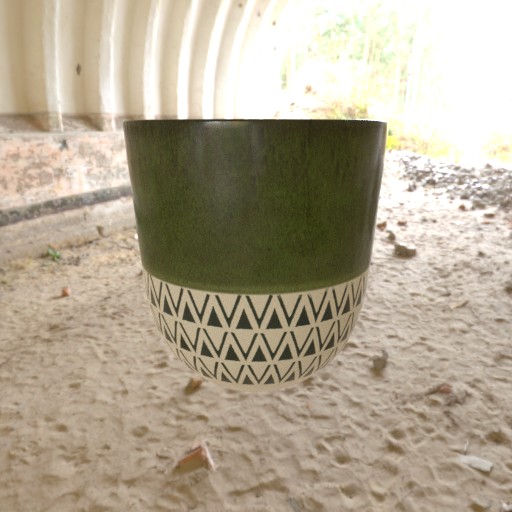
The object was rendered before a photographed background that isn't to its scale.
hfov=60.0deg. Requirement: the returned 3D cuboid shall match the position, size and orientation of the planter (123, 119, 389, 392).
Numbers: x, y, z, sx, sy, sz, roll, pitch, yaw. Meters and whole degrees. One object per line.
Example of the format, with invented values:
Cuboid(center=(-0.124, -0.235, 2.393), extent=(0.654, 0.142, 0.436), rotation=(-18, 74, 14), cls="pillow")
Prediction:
Cuboid(center=(0.000, 0.000, 0.462), extent=(0.245, 0.270, 0.245), rotation=(0, 16, 0), cls="planter")
